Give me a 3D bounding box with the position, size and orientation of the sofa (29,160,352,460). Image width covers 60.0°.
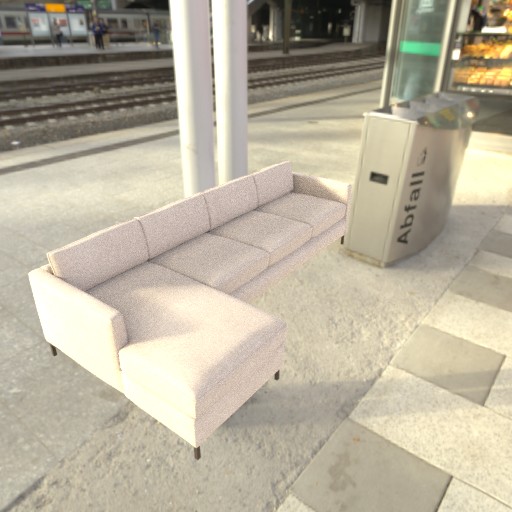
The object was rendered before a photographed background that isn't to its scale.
[{"bbox_3d":[0.000,0.000,3.517,1.469,0.816,2.923,19,33,32],"label":"sofa"}]
